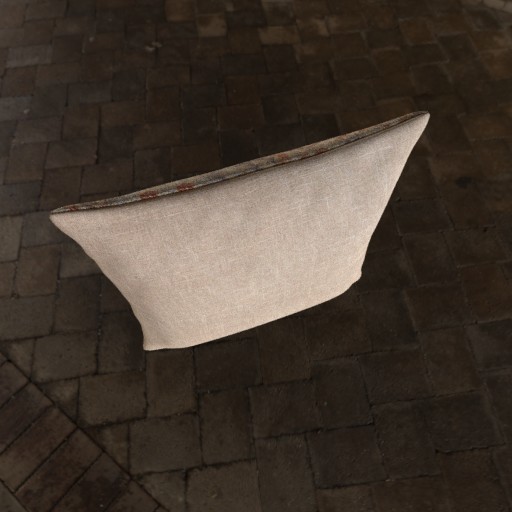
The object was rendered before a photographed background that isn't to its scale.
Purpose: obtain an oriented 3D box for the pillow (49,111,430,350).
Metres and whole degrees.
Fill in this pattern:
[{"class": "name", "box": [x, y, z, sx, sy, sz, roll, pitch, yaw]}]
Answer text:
[{"class": "pillow", "box": [0.000, 0.000, 0.785, 0.523, 0.506, 0.166, -17, 61, -10]}]
